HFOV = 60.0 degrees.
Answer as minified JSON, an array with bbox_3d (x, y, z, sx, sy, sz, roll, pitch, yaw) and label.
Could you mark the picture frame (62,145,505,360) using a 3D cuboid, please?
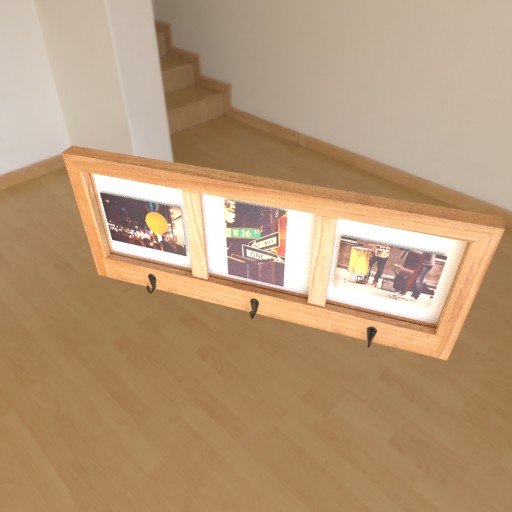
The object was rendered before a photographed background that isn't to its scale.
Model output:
[{"bbox_3d":[0.000,0.000,0.637,0.582,0.234,0.045,12,41,14],"label":"picture frame"}]
